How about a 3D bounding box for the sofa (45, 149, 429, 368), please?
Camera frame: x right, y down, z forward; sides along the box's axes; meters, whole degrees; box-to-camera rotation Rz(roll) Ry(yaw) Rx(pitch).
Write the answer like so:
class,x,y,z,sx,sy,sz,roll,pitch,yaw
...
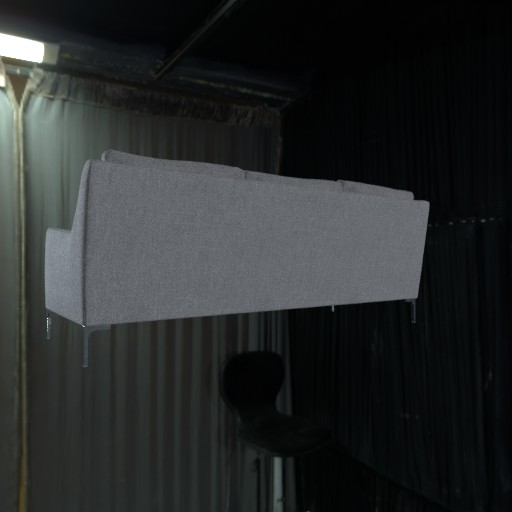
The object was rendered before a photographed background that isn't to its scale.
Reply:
class,x,y,z,sx,sy,sz,roll,pitch,yaw
sofa,0.000,0.000,2.490,2.060,0.837,0.849,0,0,-35
